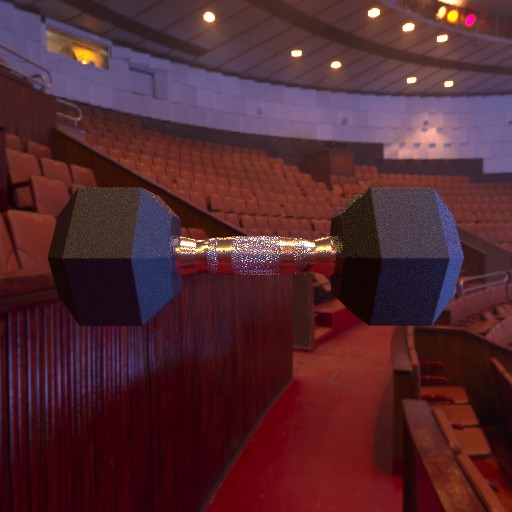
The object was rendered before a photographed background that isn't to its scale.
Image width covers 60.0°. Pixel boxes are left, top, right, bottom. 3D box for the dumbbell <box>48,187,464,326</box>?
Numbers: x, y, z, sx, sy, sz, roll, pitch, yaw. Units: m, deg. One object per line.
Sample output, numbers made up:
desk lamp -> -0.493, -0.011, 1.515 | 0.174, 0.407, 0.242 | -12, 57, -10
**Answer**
dumbbell -> 0.000, 0.000, 0.321 | 0.272, 0.092, 0.106 | 0, 2, 0
